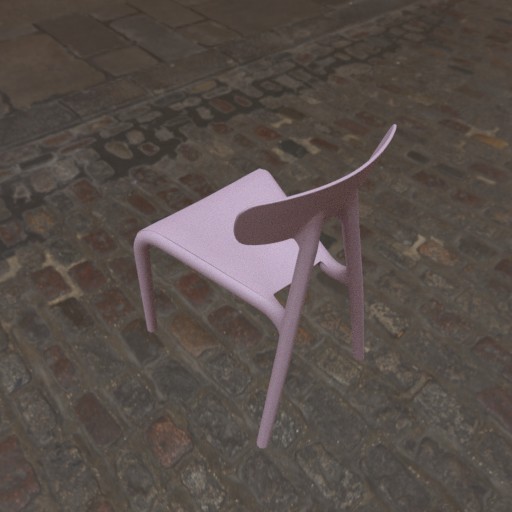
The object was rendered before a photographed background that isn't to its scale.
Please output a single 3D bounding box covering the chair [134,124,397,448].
[{"bbox_3d":[0.000,0.000,0.837,0.356,0.580,0.401,-33,55,-27],"label":"chair"}]
